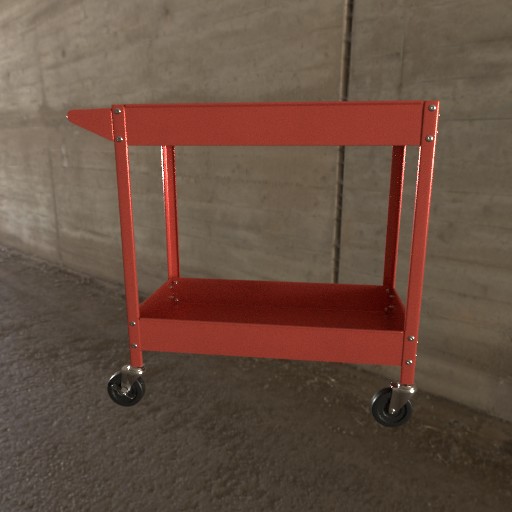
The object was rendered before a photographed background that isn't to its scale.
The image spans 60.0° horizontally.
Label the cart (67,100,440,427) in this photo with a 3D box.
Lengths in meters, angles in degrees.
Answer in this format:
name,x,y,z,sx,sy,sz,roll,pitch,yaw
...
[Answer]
name,x,y,z,sx,sy,sz,roll,pitch,yaw
cart,0.000,0.000,1.139,0.779,0.719,0.366,2,14,7
